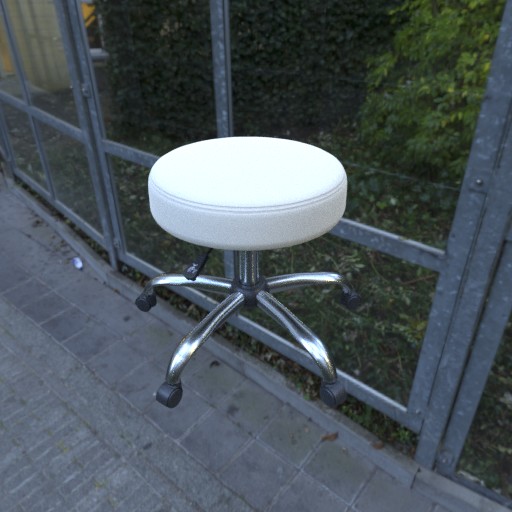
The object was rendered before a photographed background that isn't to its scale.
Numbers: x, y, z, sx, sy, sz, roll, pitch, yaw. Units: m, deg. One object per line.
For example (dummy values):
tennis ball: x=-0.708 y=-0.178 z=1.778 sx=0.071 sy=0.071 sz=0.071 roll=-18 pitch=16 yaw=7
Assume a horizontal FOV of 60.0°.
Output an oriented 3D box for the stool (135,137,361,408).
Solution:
stool: x=0.000 y=0.000 z=1.053 sx=0.634 sy=0.482 sz=0.614 roll=-21 pitch=37 yaw=-31
